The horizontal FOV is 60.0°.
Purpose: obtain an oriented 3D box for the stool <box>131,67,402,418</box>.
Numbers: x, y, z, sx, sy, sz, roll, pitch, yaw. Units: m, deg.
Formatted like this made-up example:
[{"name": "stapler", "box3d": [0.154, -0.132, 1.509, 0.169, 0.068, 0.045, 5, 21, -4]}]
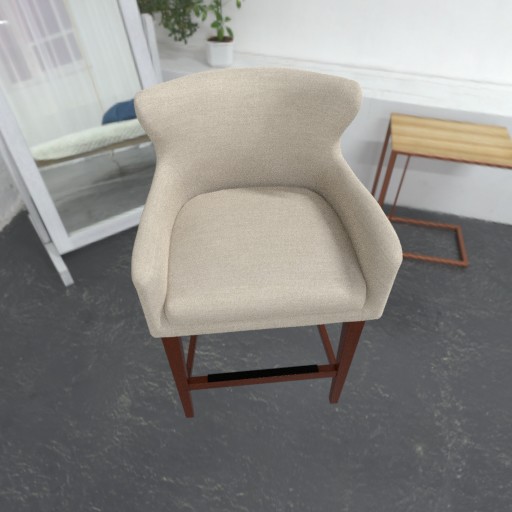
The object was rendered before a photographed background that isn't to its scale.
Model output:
[{"name": "stool", "box3d": [0.000, 0.000, 1.394, 0.615, 0.987, 0.637, -4, 46, -4]}]
